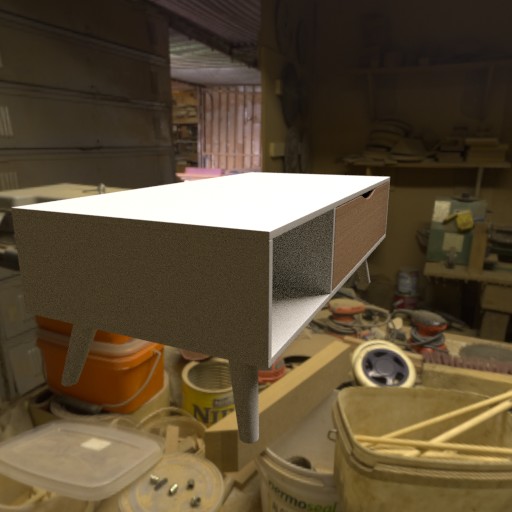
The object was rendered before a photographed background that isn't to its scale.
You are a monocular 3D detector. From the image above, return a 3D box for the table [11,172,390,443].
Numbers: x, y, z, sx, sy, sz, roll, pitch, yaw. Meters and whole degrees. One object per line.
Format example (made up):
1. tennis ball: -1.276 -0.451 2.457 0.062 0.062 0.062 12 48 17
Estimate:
1. table: 0.000 0.000 1.410 0.609 0.432 1.194 7 16 24
